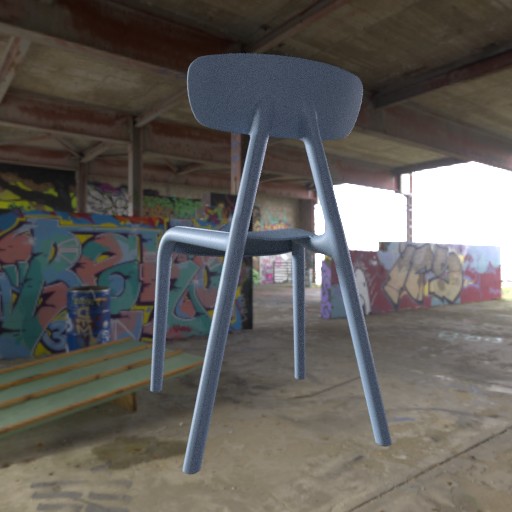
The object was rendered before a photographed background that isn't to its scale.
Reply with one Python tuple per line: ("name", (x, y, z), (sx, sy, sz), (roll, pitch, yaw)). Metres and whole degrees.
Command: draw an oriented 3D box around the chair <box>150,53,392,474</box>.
("chair", (0.000, 0.000, 0.818), (0.356, 0.580, 0.401), (0, 0, -17))
